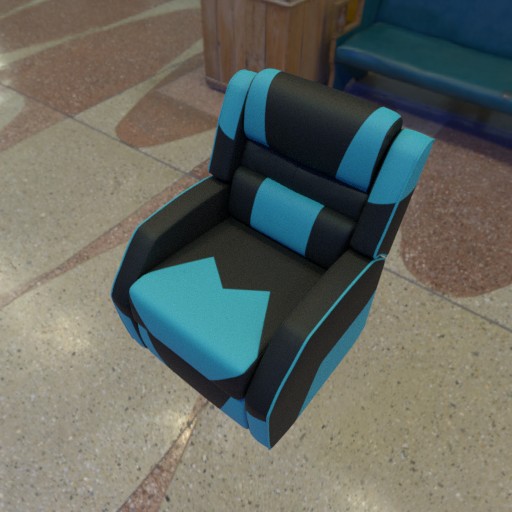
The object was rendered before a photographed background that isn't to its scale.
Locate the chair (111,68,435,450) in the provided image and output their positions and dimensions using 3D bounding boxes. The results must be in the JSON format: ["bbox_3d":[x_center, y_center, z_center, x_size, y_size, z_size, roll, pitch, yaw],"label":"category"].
[{"bbox_3d":[0.000,0.000,1.309,0.620,0.805,0.672,31,54,25],"label":"chair"}]
